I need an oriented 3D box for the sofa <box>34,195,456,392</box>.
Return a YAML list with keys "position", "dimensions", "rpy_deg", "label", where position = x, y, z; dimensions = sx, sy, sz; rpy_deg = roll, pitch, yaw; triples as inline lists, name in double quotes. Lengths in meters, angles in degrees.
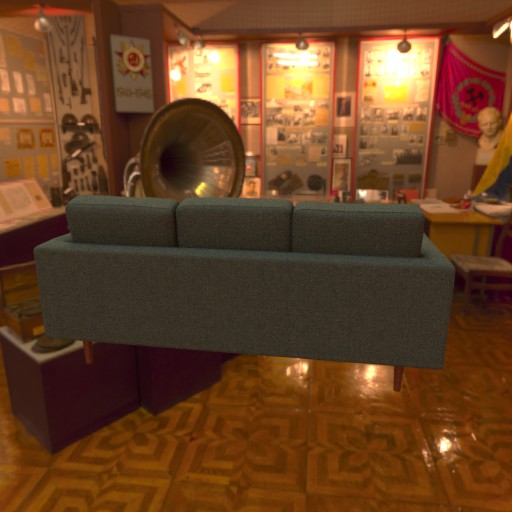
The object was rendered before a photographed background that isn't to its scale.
- position: [0.000, 0.000, 2.946]
  dimensions: [2.055, 0.957, 1.667]
  rpy_deg: [3, 16, 9]
  label: "sofa"
